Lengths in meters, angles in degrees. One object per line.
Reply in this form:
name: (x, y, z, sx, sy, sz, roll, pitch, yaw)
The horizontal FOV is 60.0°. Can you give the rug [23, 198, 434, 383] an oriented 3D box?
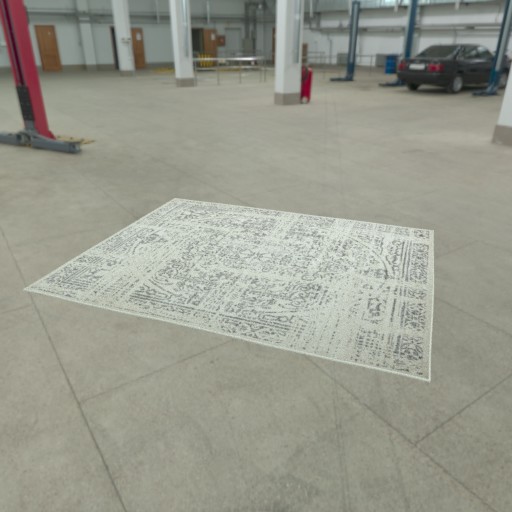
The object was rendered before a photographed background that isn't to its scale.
rug: (0.000, 0.000, 3.862, 2.921, 0.032, 2.311, 9, 27, 18)
